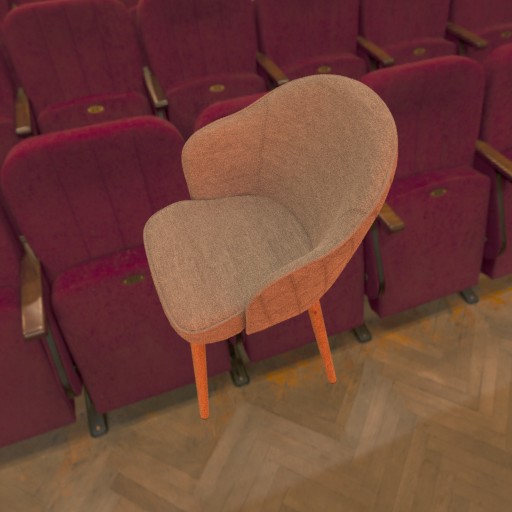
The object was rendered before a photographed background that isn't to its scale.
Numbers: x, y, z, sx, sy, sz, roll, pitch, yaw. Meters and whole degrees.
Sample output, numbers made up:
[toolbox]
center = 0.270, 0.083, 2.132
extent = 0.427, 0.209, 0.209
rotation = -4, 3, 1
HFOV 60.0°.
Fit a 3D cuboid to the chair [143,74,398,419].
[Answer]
[chair]
center = 0.000, 0.000, 1.142
extent = 0.530, 0.800, 0.540
rotation = -15, 48, -14
